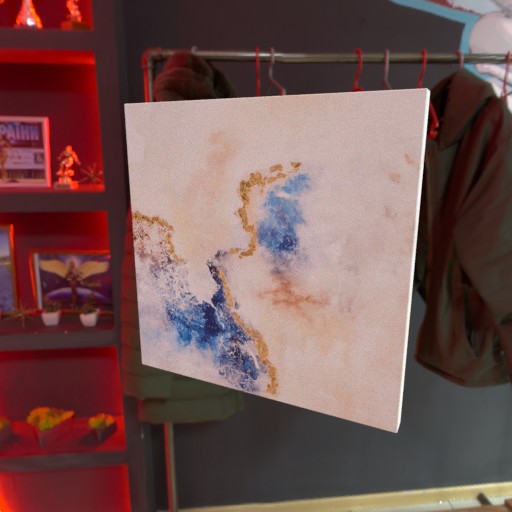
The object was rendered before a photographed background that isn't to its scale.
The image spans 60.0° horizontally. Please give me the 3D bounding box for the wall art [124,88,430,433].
[{"bbox_3d":[0.000,0.000,1.575,1.061,1.061,0.071,7,16,26],"label":"wall art"}]
